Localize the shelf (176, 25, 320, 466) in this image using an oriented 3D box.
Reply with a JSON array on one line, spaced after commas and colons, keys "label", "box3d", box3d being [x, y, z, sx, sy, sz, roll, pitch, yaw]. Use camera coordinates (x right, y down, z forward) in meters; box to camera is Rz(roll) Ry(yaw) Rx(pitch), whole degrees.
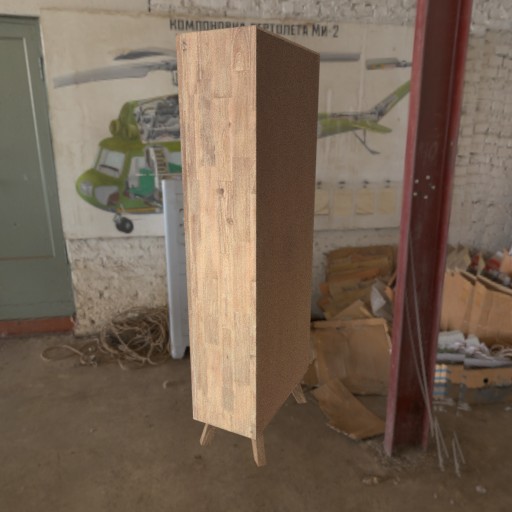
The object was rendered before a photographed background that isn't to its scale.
[{"label": "shelf", "box3d": [0.000, 0.000, 1.540, 0.267, 1.342, 0.491, 8, 18, 25]}]
